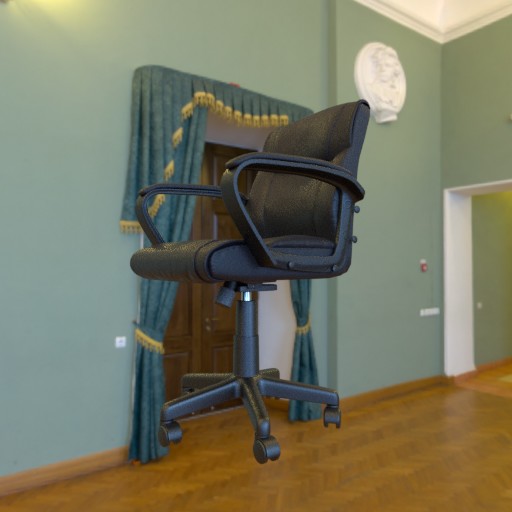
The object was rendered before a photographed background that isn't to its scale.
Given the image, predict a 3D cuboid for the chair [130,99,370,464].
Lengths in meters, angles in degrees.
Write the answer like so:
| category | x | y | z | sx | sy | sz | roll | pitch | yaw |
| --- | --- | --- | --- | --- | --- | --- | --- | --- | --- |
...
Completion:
| category | x | y | z | sx | sy | sz | roll | pitch | yaw |
| --- | --- | --- | --- | --- | --- | --- | --- | --- | --- |
| chair | 0.000 | 0.000 | 1.361 | 0.641 | 0.998 | 0.576 | 1 | -1 | -37 |
